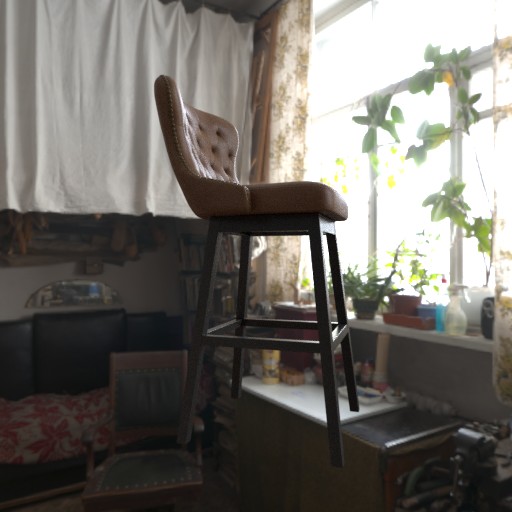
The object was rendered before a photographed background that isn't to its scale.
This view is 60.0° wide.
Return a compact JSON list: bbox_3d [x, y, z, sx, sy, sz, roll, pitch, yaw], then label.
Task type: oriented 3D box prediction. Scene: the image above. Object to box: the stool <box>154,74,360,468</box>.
[{"bbox_3d":[0.000,0.000,1.402,0.601,1.050,0.528,0,0,18],"label":"stool"}]
